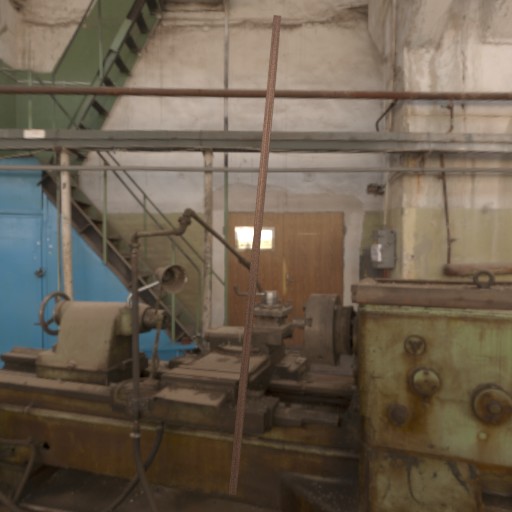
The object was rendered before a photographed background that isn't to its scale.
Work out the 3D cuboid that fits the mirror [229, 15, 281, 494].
[{"bbox_3d":[0.000,0.000,2.272,0.221,2.020,0.812,0,2,1],"label":"mirror"}]
